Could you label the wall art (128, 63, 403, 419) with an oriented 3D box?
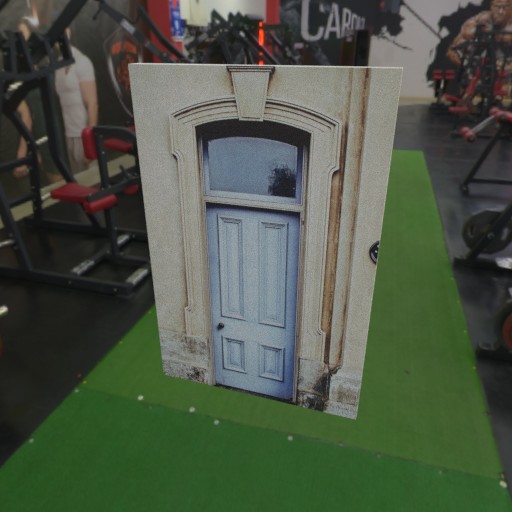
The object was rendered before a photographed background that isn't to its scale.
[{"bbox_3d":[0.000,0.000,0.966,0.508,0.764,0.038,8,27,16],"label":"wall art"}]
